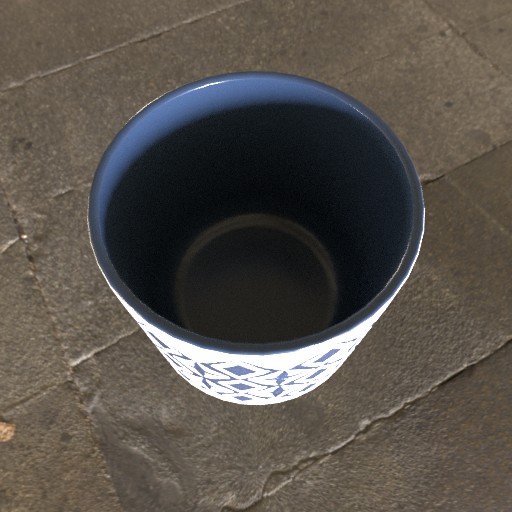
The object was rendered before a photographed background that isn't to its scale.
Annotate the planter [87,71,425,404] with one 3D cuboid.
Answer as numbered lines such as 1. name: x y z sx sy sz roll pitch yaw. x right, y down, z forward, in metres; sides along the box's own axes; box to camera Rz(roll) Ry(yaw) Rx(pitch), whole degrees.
1. planter: 0.000 0.000 0.274 0.159 0.144 0.159 0 64 0
